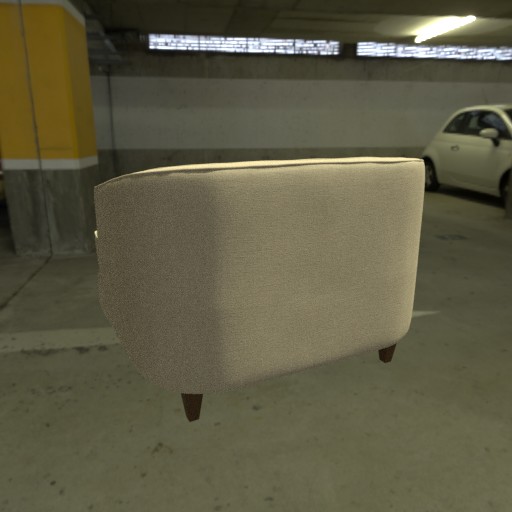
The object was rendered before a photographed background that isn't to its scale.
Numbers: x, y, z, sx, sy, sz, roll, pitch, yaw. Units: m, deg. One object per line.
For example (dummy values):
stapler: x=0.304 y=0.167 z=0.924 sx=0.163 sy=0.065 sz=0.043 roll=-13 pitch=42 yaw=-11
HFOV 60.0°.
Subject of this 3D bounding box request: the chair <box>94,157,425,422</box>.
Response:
chair: x=0.000 y=0.000 z=1.749 sx=1.118 sy=0.787 sz=0.914 roll=-8 pitch=17 yaw=-26
